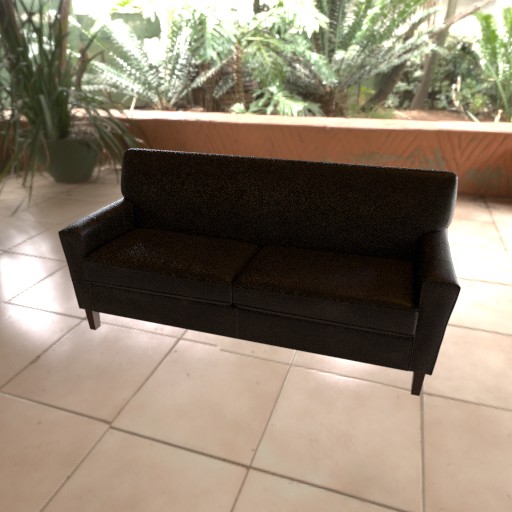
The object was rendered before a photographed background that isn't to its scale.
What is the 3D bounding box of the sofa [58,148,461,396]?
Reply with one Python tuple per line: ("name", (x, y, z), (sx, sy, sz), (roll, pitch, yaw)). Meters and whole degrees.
("sofa", (0.000, 0.000, 2.527), (2.053, 0.947, 0.805), (8, 26, 16))
